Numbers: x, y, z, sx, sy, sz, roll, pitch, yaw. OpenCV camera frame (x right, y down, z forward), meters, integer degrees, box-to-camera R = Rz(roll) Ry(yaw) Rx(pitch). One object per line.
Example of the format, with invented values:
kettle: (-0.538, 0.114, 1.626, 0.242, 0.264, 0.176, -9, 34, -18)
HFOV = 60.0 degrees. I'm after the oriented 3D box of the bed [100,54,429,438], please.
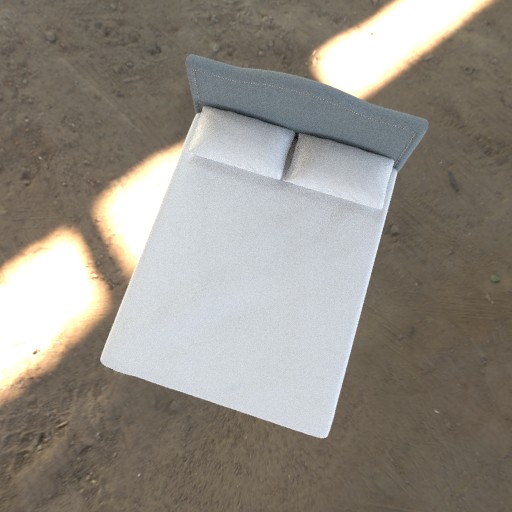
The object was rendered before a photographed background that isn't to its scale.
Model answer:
bed: (0.000, 0.000, 3.914, 2.161, 1.457, 2.689, 17, 77, 4)
